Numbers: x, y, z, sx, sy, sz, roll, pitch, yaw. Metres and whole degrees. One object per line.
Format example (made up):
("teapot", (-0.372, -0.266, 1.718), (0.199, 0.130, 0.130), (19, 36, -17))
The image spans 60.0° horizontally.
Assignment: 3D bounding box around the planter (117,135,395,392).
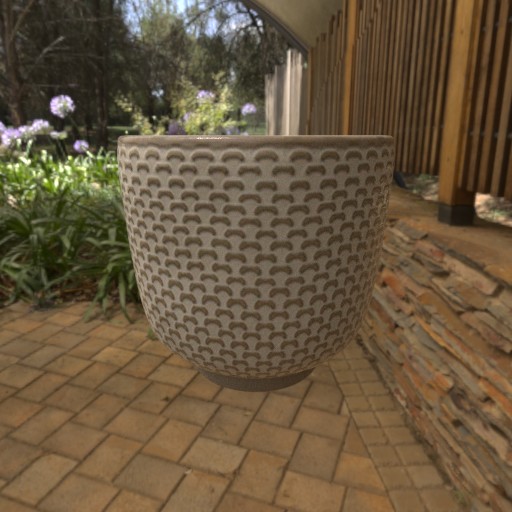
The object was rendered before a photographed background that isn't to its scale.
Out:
("planter", (0.000, 0.000, 0.305), (0.173, 0.160, 0.173), (0, 15, 0))
